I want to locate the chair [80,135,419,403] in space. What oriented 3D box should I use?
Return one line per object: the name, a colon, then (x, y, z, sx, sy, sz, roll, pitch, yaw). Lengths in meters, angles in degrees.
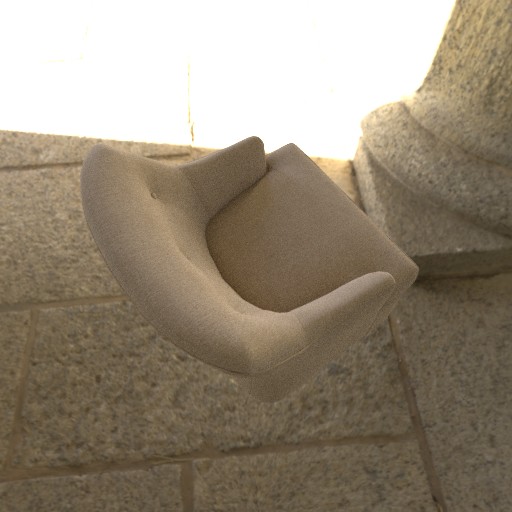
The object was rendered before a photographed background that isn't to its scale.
chair: (0.000, 0.000, 1.599, 0.923, 0.856, 0.864, -31, 64, -17)
